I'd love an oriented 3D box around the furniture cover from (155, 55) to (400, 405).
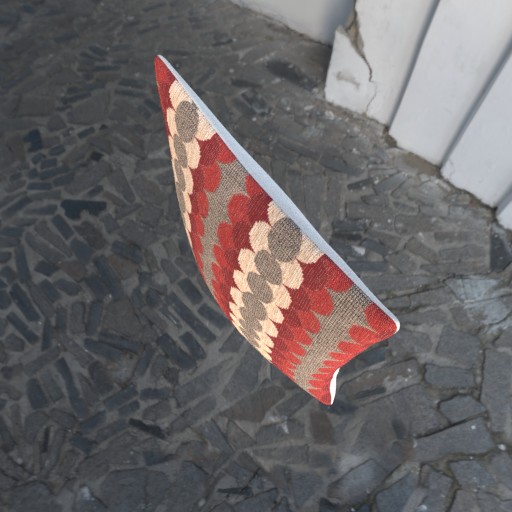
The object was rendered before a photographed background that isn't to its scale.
[{"bbox_3d":[0.000,0.000,0.648,0.145,0.420,0.435,-32,67,-15],"label":"furniture cover"}]
